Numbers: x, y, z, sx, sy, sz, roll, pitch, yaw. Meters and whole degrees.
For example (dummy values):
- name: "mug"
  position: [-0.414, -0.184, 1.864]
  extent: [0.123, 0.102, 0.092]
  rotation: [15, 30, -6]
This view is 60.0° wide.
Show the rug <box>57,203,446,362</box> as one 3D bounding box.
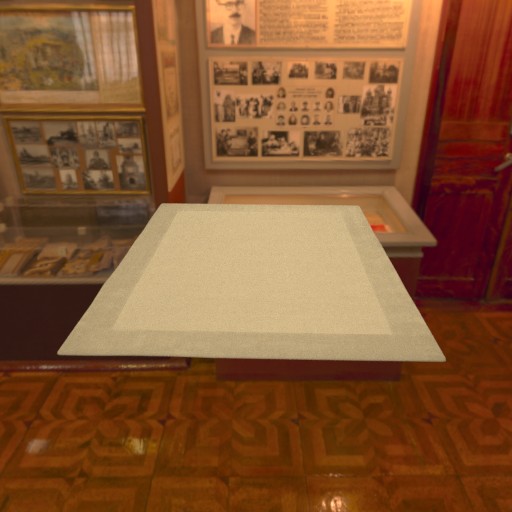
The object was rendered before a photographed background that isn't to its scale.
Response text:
- name: "rug"
  position: [0.000, 0.000, 4.084]
  extent: [2.430, 0.018, 2.976]
  rotation: [1, 25, 2]
